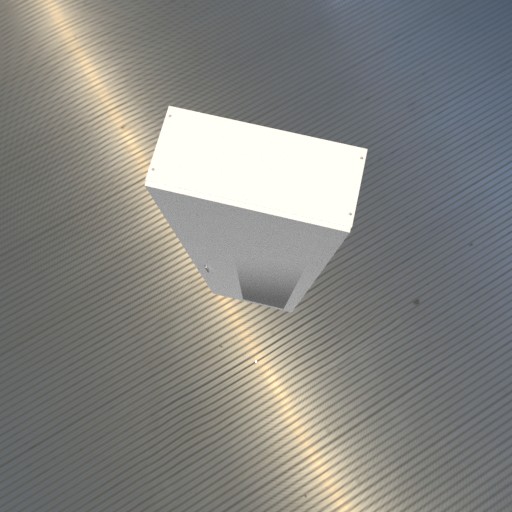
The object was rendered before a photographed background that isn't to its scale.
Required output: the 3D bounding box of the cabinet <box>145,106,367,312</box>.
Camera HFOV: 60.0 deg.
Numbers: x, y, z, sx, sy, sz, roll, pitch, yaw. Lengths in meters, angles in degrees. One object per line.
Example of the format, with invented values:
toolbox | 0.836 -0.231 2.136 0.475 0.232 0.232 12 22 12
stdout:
cabinet | 0.000 0.000 1.931 0.500 1.790 0.230 13 77 3
